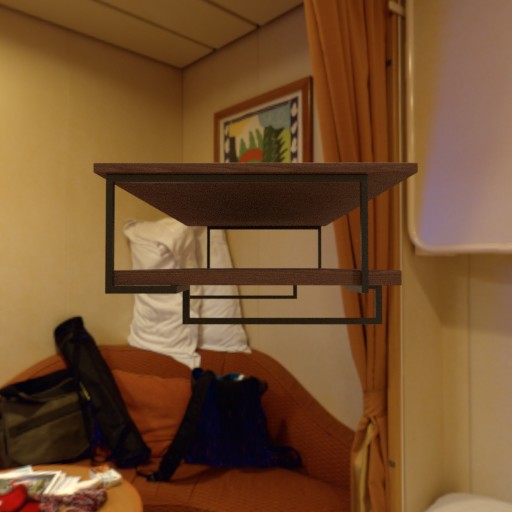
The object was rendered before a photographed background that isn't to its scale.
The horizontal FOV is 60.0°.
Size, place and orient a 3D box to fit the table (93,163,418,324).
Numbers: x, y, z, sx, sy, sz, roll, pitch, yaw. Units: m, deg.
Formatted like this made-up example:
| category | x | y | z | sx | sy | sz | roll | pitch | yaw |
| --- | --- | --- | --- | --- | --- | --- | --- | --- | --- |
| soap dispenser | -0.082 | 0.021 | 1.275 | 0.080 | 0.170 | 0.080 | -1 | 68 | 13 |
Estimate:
| category | x | y | z | sx | sy | sz | roll | pitch | yaw |
| --- | --- | --- | --- | --- | --- | --- | --- | --- | --- |
| table | 0.000 | 0.000 | 1.482 | 0.651 | 0.347 | 1.197 | 0 | -1 | 0 |
